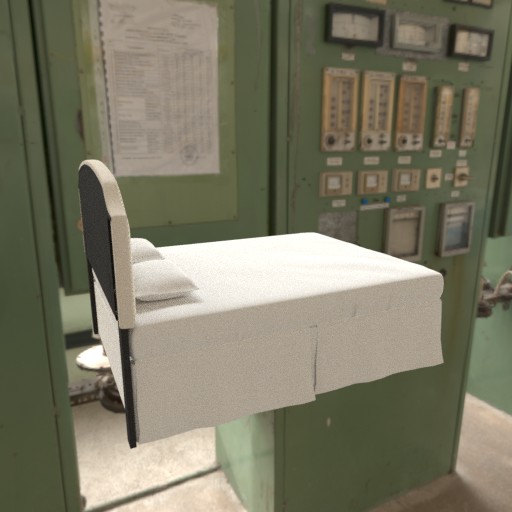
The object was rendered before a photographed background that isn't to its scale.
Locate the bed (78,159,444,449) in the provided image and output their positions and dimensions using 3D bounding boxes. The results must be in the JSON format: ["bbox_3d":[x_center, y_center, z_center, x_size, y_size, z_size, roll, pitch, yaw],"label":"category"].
[{"bbox_3d":[0.000,0.000,2.925,1.999,1.270,1.558,-7,16,-25],"label":"bed"}]
